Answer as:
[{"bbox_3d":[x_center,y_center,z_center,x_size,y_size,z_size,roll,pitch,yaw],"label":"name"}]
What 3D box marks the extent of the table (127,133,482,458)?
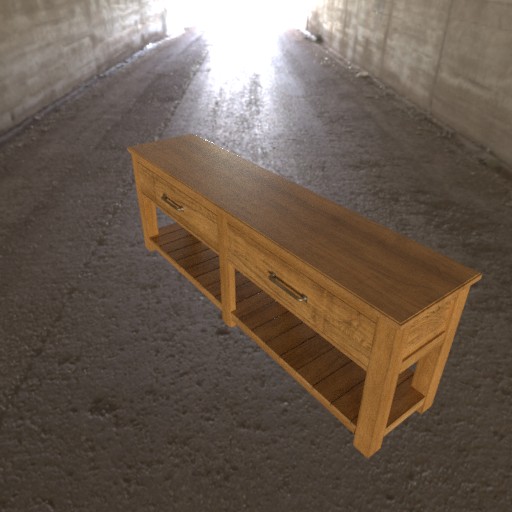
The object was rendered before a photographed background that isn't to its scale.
[{"bbox_3d":[0.000,0.000,2.074,0.425,0.635,1.815,-22,39,-31],"label":"table"}]
